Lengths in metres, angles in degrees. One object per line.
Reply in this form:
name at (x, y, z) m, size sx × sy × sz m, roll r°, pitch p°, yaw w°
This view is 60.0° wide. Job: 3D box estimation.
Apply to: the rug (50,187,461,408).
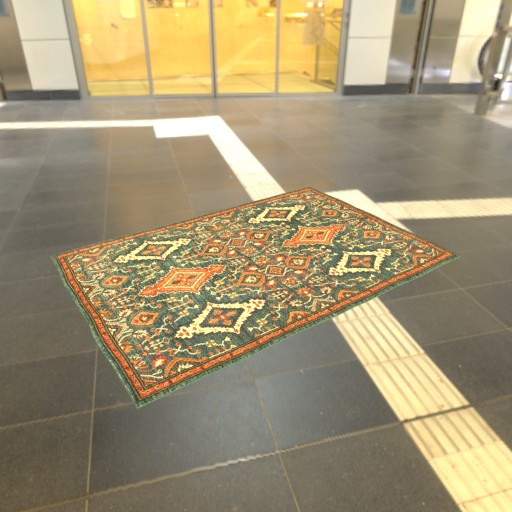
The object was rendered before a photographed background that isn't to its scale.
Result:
rug at (0.000, 0.000, 3.059) m, size 2.373 × 0.009 × 1.622 m, roll -19°, pitch 35°, yaw -29°
